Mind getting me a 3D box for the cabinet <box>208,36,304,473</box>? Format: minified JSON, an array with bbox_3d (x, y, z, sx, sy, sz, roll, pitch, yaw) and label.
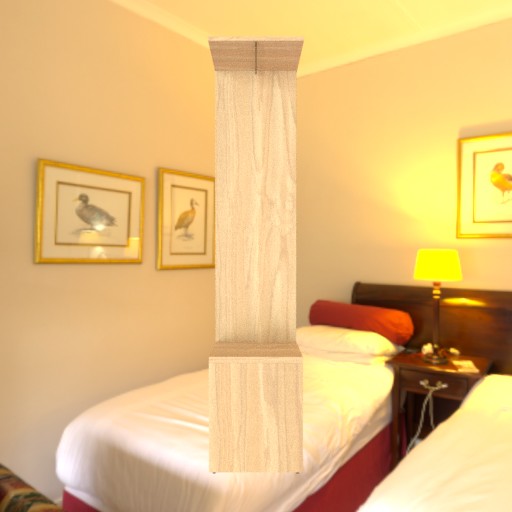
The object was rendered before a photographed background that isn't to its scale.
[{"bbox_3d":[0.000,0.000,2.073,0.411,1.879,0.338,0,1,0],"label":"cabinet"}]
